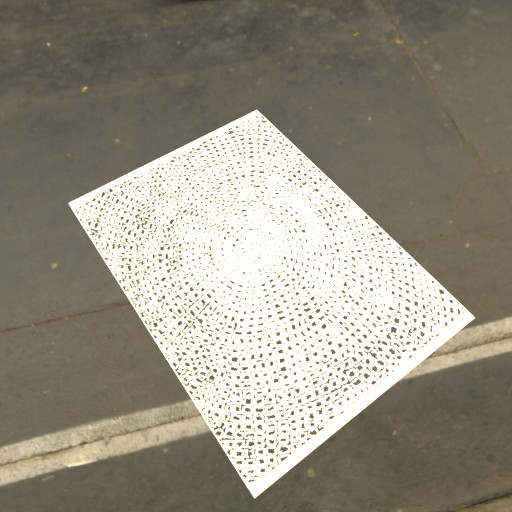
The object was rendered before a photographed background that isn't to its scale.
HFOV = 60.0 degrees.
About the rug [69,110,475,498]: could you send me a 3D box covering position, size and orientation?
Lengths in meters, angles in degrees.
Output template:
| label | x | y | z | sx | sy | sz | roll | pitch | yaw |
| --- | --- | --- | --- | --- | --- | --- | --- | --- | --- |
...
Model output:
| label | x | y | z | sx | sy | sz | roll | pitch | yaw |
| --- | --- | --- | --- | --- | --- | --- | --- | --- | --- |
| rug | 0.000 | 0.000 | 2.104 | 1.190 | 0.003 | 1.634 | -32 | 64 | -18 |
